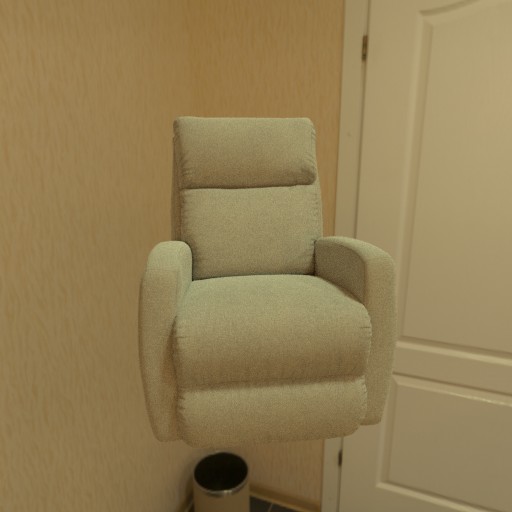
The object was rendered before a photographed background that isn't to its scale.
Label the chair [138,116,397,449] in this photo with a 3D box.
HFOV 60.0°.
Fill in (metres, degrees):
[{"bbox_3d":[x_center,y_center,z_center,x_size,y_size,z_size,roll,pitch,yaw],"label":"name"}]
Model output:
[{"bbox_3d":[0.000,0.000,1.670,0.794,1.021,0.940,-2,16,-7],"label":"chair"}]
